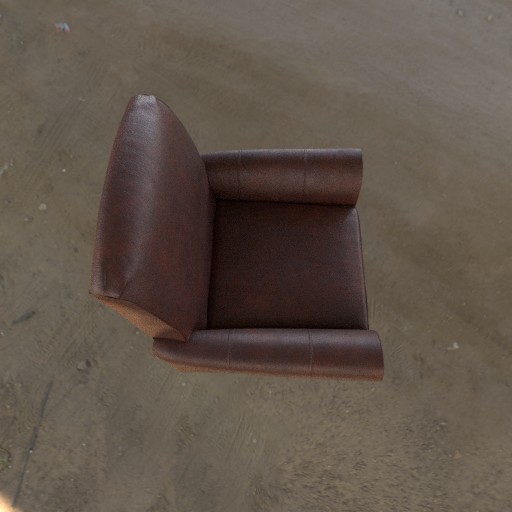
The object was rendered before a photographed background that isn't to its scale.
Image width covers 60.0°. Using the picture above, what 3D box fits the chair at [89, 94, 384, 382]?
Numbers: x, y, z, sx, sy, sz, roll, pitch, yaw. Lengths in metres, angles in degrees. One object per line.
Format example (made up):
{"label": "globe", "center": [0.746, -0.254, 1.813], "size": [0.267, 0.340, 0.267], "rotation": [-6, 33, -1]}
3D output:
{"label": "chair", "center": [0.000, 0.000, 1.761], "size": [0.902, 1.061, 0.978], "rotation": [1, 63, 1]}
